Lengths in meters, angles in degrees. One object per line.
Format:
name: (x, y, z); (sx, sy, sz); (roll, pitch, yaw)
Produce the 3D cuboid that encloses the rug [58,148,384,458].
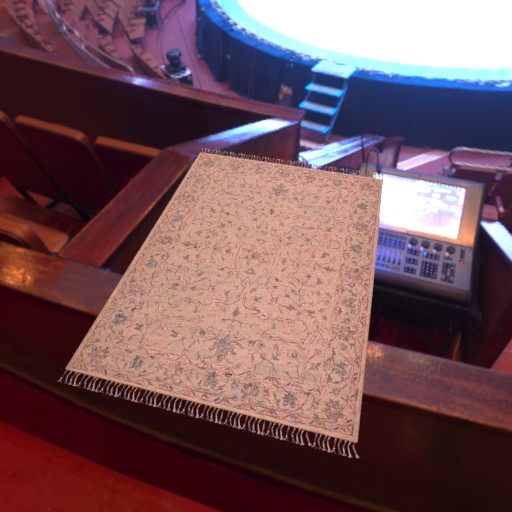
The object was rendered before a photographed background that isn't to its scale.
rug: (0.000, 0.000, 2.319); (1.247, 0.008, 1.802); (11, 47, 10)
